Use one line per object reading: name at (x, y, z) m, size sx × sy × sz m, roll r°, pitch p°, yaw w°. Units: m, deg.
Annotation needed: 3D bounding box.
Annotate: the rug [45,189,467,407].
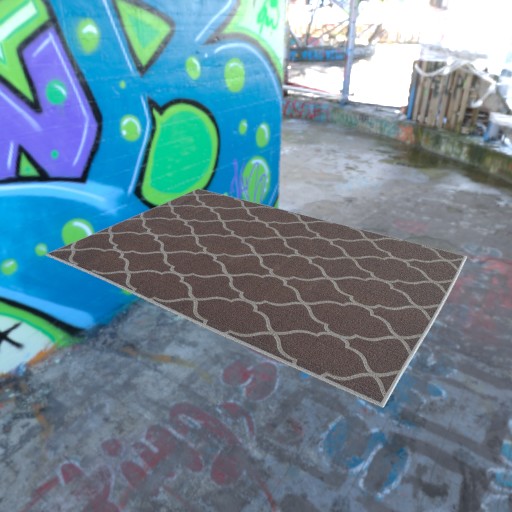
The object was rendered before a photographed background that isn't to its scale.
rug at (0.000, 0.000, 2.878) m, size 2.294 × 0.014 × 1.528 m, roll 18°, pitch 33°, yaw 30°
